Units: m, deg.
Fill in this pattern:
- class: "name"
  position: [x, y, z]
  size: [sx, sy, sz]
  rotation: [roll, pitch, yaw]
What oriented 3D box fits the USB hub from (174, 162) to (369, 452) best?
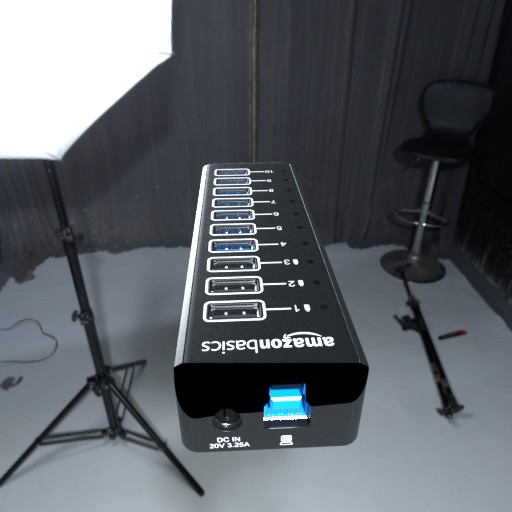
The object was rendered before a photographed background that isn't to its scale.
- class: "USB hub"
  position: [0.000, 0.000, 0.163]
  size: [0.044, 0.023, 0.145]
  rotation: [-2, 31, -3]
